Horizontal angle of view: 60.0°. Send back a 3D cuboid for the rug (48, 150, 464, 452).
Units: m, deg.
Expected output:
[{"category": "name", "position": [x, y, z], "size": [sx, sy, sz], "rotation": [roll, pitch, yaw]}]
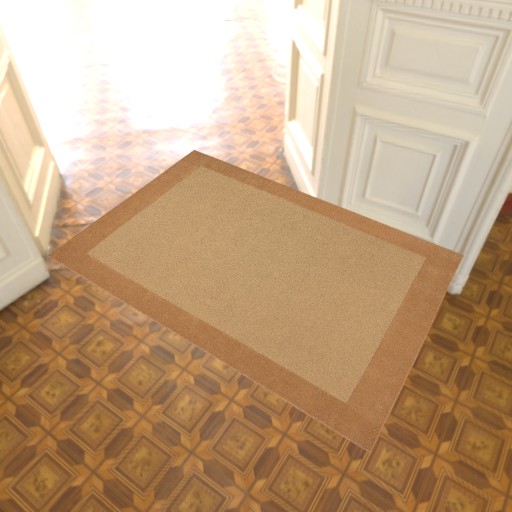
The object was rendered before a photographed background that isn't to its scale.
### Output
[{"category": "rug", "position": [0.000, 0.000, 2.340], "size": [1.829, 0.014, 1.219], "rotation": [25, 51, 23]}]
